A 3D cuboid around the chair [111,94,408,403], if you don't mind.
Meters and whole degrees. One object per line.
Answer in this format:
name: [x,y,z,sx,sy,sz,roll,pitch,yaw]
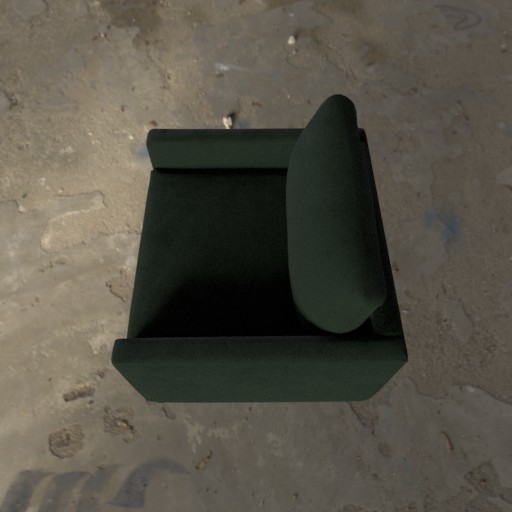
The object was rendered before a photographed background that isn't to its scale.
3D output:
chair: [0.000,0.000,1.647,0.866,0.861,0.963,0,59,0]
